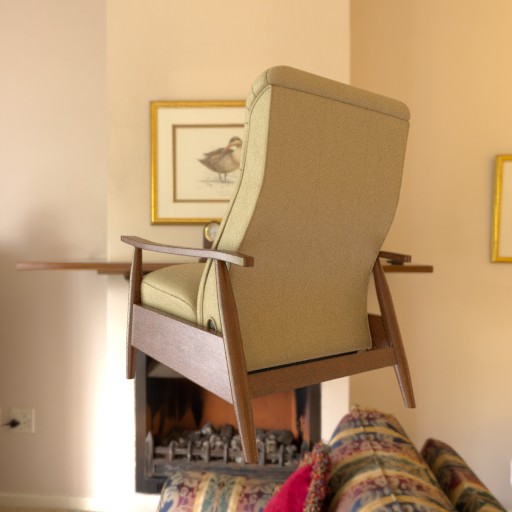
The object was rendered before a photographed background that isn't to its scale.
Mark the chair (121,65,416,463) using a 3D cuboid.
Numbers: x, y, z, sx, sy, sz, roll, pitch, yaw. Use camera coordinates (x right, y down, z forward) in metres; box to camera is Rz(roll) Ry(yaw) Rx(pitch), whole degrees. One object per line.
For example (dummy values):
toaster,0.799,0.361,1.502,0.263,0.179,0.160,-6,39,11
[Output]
chair,0.000,0.000,1.773,0.762,1.082,1.014,-1,1,-35
